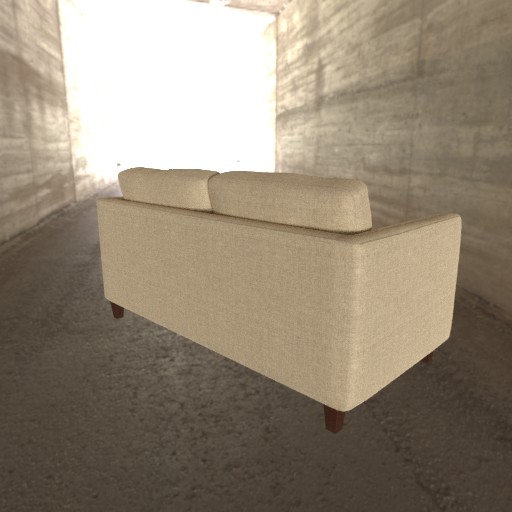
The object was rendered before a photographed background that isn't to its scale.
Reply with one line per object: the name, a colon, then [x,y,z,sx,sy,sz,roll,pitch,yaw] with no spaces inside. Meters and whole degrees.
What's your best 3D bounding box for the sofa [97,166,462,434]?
sofa: [0.000,0.000,2.465,1.884,0.963,0.950,13,19,43]
